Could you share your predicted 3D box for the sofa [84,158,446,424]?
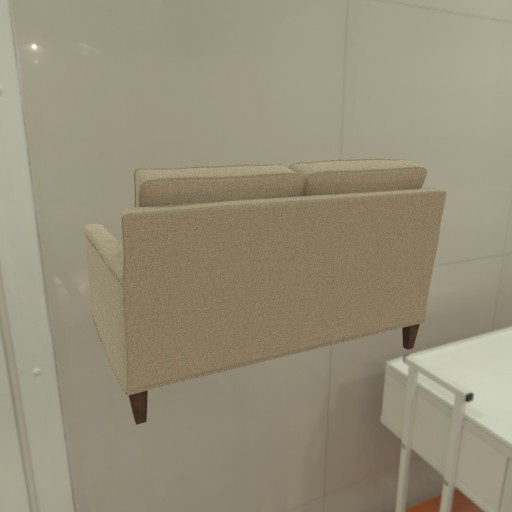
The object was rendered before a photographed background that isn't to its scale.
[{"bbox_3d":[0.000,0.000,2.316,1.597,1.003,1.084,-7,17,-26],"label":"sofa"}]
